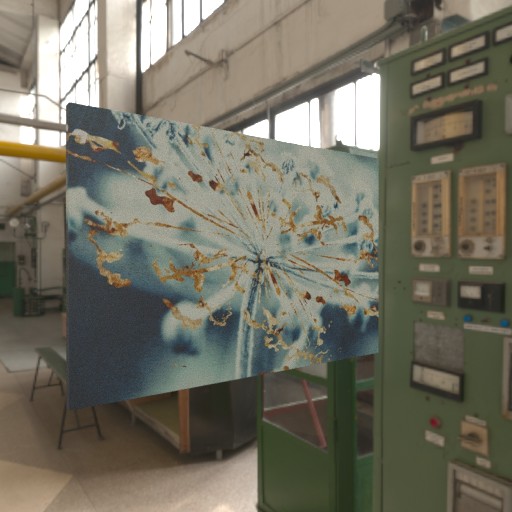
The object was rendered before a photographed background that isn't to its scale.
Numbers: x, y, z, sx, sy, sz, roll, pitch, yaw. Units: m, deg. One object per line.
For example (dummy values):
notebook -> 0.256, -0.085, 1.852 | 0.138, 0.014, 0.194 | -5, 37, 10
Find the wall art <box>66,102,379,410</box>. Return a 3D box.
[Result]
wall art -> 0.000, 0.000, 1.426 | 1.138, 0.759, 0.035 | 0, 0, -34
